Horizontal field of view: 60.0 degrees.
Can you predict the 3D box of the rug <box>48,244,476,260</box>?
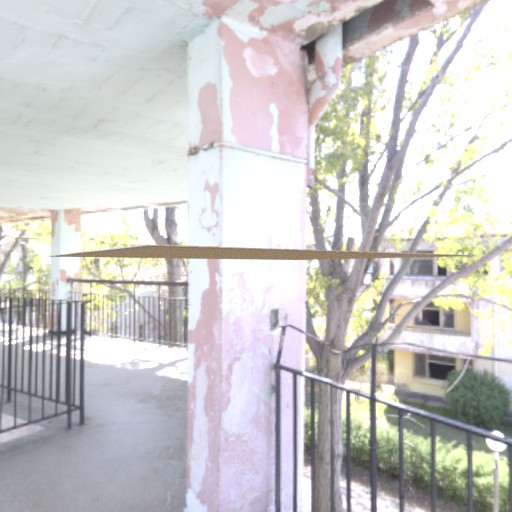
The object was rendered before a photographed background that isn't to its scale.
[{"bbox_3d":[0.000,0.000,4.010,3.037,0.011,2.433,1,-2,-36],"label":"rug"}]
